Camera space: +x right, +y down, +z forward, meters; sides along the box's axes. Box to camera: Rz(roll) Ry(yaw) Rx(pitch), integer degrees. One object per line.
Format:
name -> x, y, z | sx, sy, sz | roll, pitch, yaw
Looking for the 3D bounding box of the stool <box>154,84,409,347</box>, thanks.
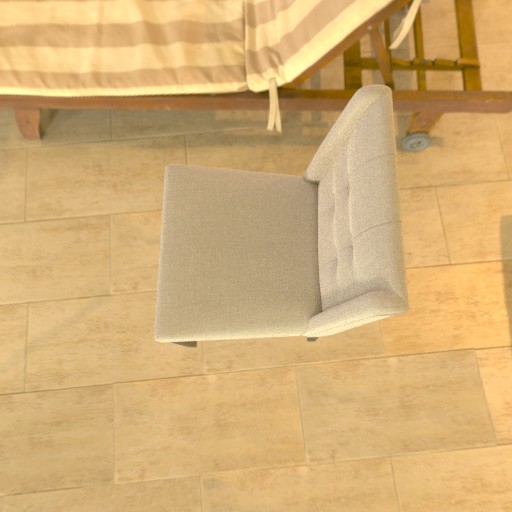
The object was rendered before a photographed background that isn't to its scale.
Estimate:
stool -> 0.000, 0.000, 1.222 | 0.509, 0.939, 0.474 | 0, 75, 0
